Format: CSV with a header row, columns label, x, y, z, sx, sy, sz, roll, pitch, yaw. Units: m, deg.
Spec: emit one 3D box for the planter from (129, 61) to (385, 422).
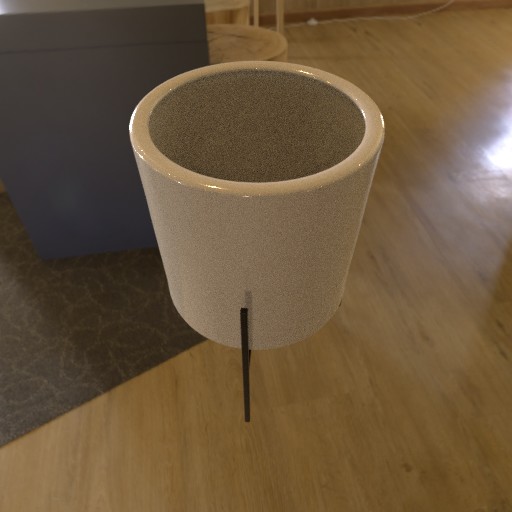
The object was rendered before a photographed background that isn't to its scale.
label,x,y,z,sx,sy,sz,roll,pitch,yaw
planter,0.000,0.000,0.637,0.307,0.431,0.308,4,47,3
